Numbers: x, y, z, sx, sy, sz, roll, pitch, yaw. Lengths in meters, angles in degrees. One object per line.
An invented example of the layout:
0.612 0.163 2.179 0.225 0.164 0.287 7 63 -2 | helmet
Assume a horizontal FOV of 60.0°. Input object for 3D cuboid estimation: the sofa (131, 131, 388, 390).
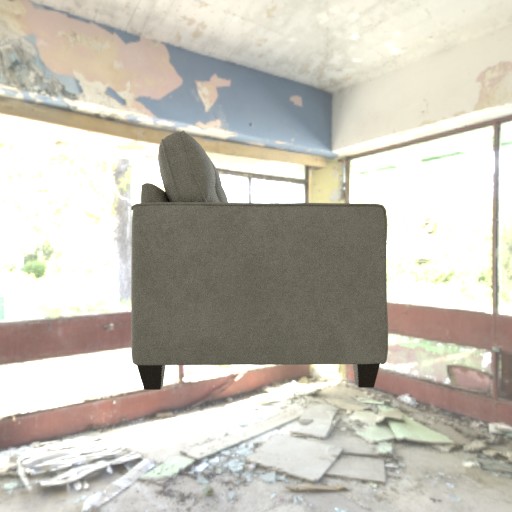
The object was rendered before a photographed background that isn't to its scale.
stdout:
0.000 0.000 2.617 0.939 0.965 2.133 0 0 -1 | sofa
